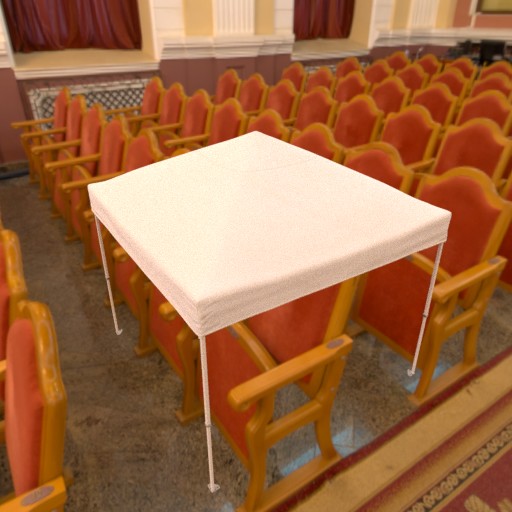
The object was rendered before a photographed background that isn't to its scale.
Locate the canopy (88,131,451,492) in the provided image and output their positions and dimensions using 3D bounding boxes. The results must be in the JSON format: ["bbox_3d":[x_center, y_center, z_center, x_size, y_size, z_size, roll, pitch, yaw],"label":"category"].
[{"bbox_3d":[0.000,0.000,5.380,2.996,2.997,2.998,-17,33,-29],"label":"canopy"}]
